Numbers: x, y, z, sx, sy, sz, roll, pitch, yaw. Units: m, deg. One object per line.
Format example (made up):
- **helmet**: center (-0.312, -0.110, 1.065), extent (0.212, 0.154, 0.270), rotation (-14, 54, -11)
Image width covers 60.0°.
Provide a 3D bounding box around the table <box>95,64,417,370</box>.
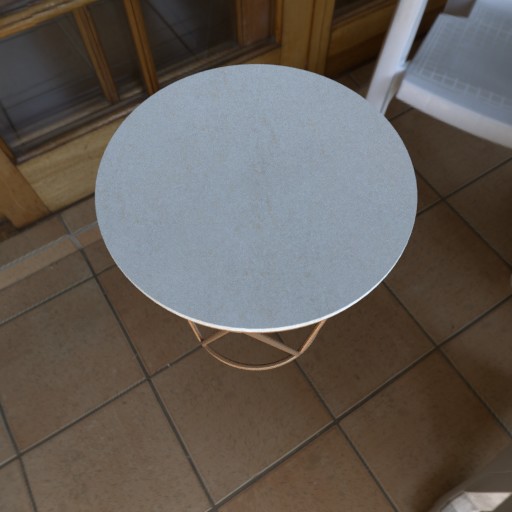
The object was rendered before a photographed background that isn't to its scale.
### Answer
- **table**: center (0.000, 0.000, 0.947), extent (0.500, 0.564, 0.500), rotation (0, 63, 0)
